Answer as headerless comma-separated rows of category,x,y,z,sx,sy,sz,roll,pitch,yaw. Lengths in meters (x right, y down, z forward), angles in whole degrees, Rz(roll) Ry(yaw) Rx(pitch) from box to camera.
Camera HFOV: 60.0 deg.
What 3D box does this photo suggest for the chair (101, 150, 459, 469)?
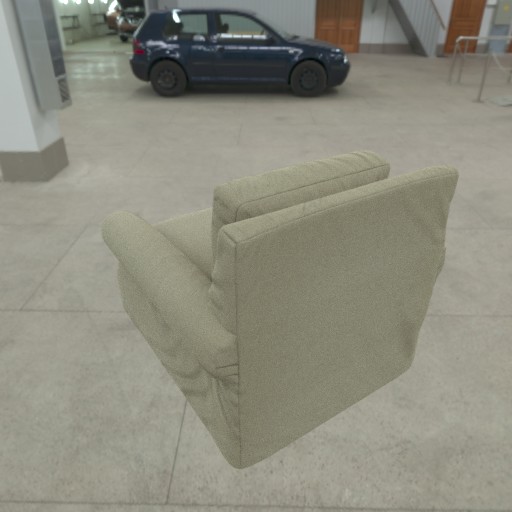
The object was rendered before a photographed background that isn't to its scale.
chair,0.000,0.000,1.696,0.940,0.866,1.066,-19,35,-29
